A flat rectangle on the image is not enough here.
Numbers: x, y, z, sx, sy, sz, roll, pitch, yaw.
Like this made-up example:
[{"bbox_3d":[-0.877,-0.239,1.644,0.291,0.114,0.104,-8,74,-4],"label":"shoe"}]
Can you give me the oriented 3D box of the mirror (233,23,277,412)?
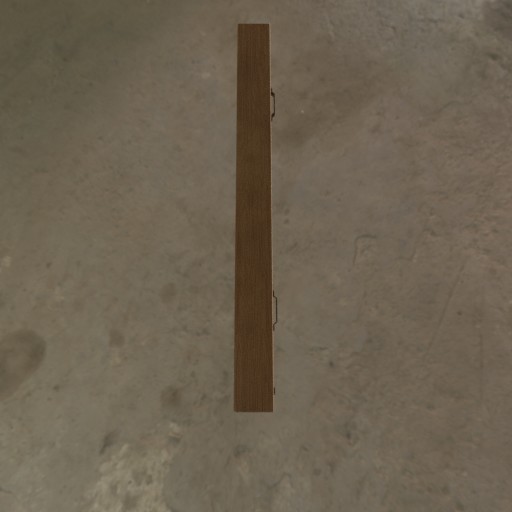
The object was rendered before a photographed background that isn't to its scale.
[{"bbox_3d":[0.000,0.000,0.688,0.041,0.509,0.406,0,77,0],"label":"mirror"}]
